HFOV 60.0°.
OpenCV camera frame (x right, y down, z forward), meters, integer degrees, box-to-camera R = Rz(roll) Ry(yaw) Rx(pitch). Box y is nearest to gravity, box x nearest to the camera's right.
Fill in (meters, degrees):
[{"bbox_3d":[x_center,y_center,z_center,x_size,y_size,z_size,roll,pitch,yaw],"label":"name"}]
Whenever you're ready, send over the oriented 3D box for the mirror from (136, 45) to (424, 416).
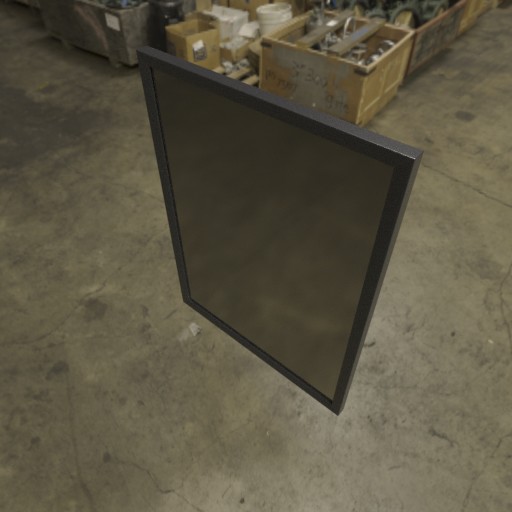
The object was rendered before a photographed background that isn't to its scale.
[{"bbox_3d":[0.000,0.000,1.319,0.762,1.016,0.040,31,53,27],"label":"mirror"}]
